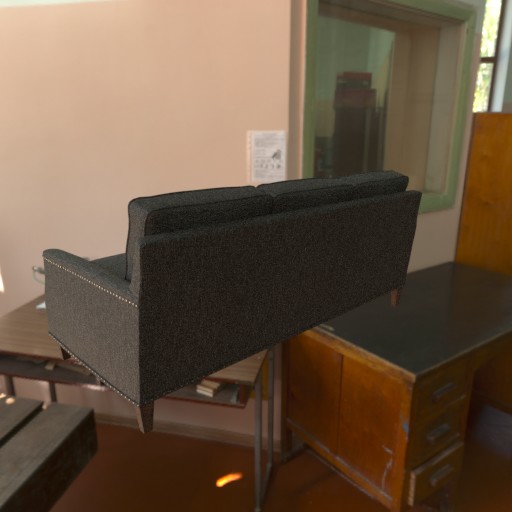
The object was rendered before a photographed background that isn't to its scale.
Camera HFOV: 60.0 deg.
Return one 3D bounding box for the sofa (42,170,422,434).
[{"bbox_3d":[0.000,0.000,2.778,2.246,1.003,1.084,-14,21,-42],"label":"sofa"}]
